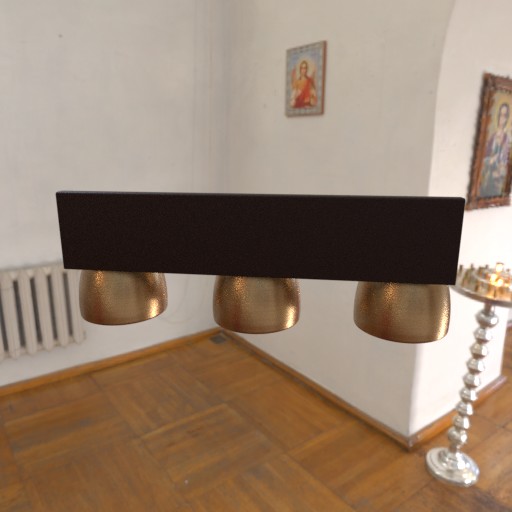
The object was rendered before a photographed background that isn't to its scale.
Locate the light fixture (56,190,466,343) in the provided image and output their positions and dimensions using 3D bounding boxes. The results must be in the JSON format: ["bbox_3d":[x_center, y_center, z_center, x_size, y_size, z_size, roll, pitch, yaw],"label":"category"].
[{"bbox_3d":[0.000,0.000,0.679,0.582,0.204,0.157,2,15,8],"label":"light fixture"}]
